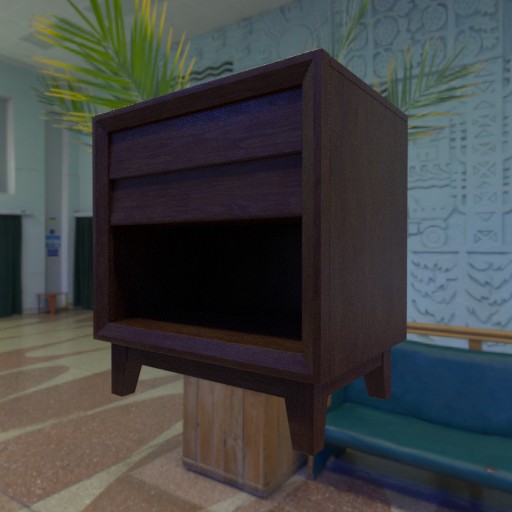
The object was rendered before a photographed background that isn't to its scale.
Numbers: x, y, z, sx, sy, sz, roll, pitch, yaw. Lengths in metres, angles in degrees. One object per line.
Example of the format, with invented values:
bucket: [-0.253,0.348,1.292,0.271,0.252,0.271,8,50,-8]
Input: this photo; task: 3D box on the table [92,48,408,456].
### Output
table: [0.000,0.000,0.986,0.557,0.609,0.449,1,1,36]
